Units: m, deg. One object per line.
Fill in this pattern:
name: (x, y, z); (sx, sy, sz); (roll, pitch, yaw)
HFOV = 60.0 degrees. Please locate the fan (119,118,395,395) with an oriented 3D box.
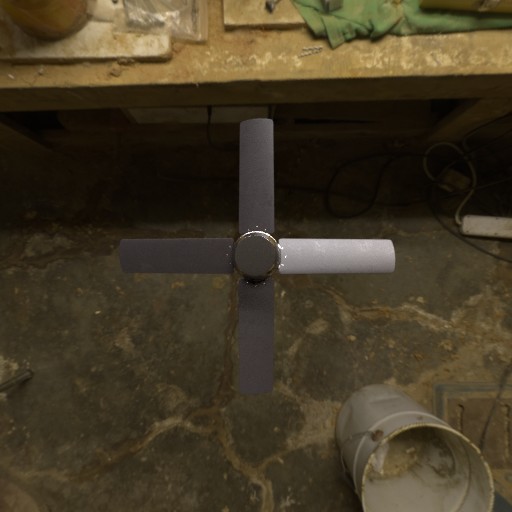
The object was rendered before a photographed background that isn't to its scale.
fan: (0.000, 0.000, 2.045); (1.332, 0.403, 1.332); (0, 89, 1)
